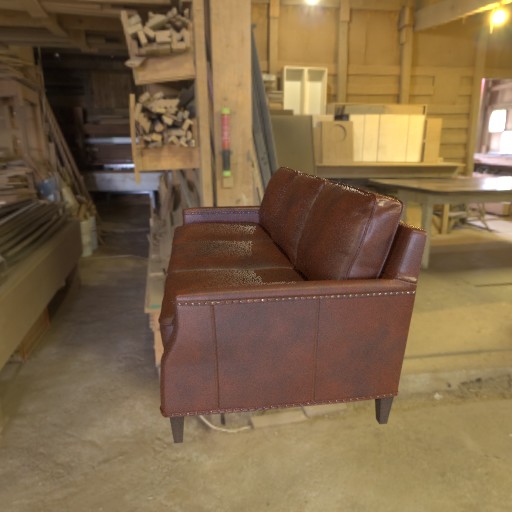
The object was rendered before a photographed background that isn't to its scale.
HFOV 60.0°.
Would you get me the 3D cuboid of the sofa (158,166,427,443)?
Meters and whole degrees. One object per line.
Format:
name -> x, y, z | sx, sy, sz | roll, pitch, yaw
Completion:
sofa -> 0.000, 0.000, 2.786 | 1.084, 1.003, 2.240 | -2, 15, -8
